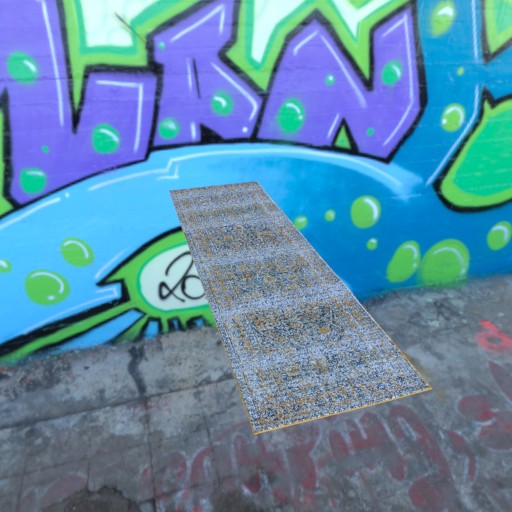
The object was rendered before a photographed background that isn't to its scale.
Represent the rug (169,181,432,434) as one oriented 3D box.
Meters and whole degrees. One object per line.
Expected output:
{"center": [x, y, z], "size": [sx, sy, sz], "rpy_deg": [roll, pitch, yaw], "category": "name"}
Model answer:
{"center": [0.000, 0.000, 2.536], "size": [0.704, 0.014, 2.294], "rpy_deg": [-9, 31, -14], "category": "rug"}
